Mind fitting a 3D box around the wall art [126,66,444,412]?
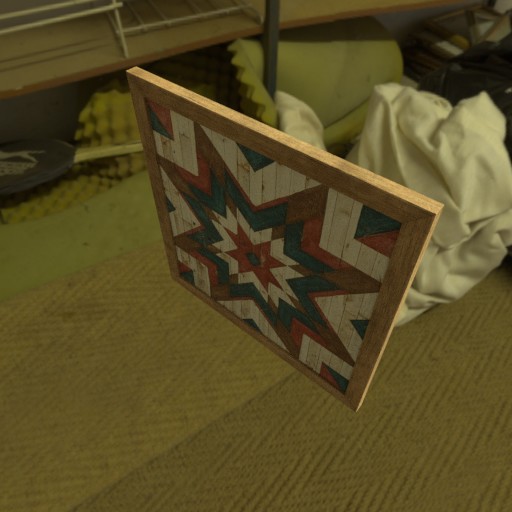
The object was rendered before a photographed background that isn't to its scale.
[{"bbox_3d":[0.000,0.000,1.046,0.695,0.691,0.029,32,55,26],"label":"wall art"}]
